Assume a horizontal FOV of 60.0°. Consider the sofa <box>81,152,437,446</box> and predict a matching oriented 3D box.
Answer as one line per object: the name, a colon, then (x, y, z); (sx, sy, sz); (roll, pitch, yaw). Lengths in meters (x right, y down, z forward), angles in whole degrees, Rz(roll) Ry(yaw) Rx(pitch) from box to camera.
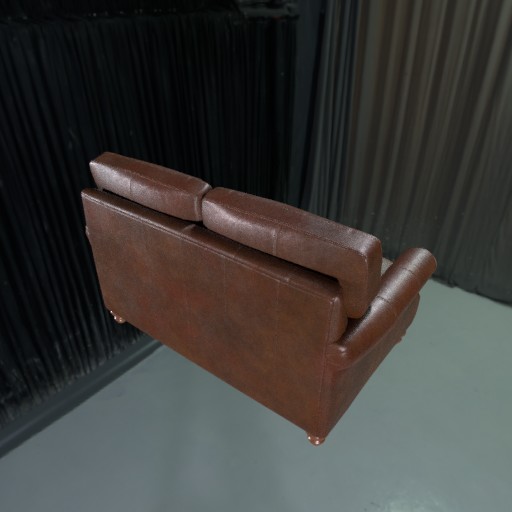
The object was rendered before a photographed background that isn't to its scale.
sofa: (0.000, 0.000, 2.285); (1.616, 0.976, 0.990); (22, 37, 32)
